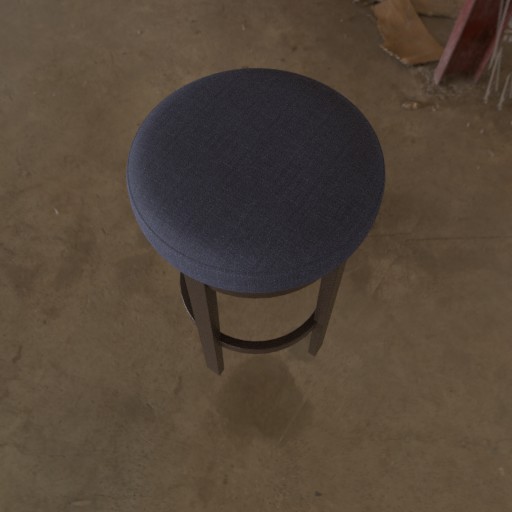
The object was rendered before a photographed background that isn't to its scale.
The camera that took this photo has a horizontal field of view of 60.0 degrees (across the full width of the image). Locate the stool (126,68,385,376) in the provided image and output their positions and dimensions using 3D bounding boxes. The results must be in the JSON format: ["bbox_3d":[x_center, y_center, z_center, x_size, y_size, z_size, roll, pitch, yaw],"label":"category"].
[{"bbox_3d":[0.000,0.000,1.035,0.446,0.758,0.446,0,63,0],"label":"stool"}]
